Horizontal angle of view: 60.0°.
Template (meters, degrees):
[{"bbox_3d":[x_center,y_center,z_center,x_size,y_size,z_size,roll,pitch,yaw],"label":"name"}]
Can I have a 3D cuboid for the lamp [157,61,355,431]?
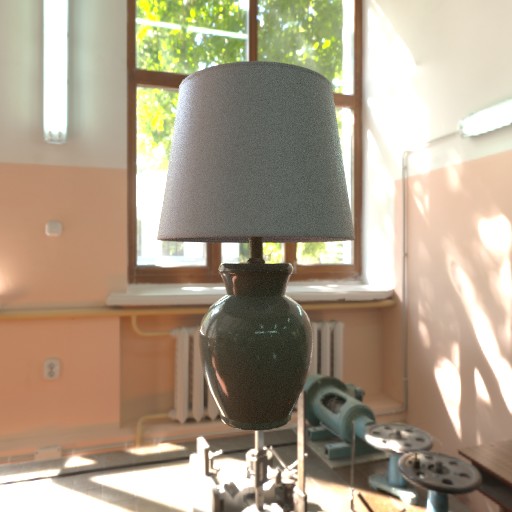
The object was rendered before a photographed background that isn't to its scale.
[{"bbox_3d":[0.000,0.000,0.548,0.239,0.399,0.239,0,0,0],"label":"lamp"}]
